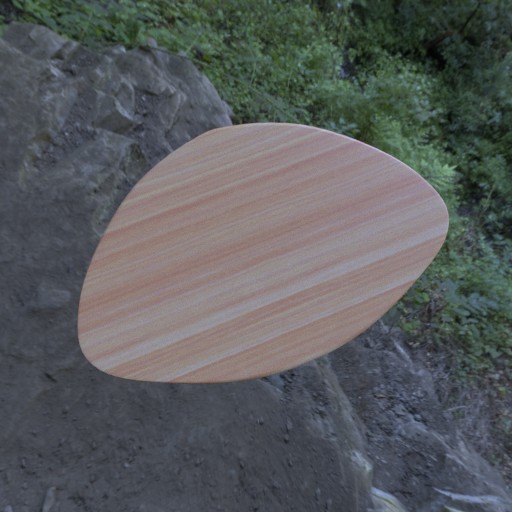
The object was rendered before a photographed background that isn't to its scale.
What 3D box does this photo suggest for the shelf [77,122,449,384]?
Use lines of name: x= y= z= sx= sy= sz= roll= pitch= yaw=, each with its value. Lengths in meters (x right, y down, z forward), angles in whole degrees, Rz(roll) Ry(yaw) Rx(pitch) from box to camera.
shelf: x=0.000 y=0.000 z=1.643 sx=1.246 sy=0.440 sz=0.845 roll=-21 pitch=76 yaw=-6
